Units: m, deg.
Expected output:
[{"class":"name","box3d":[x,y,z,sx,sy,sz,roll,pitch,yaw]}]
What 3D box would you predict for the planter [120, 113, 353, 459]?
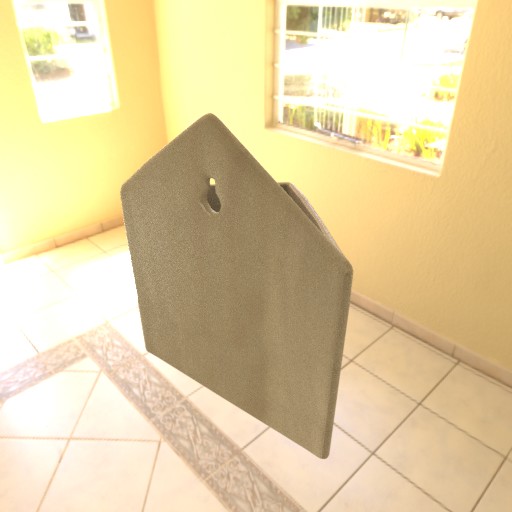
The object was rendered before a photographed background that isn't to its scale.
[{"class":"planter","box3d":[0.000,0.000,0.286,0.163,0.194,0.080,21,37,31]}]
